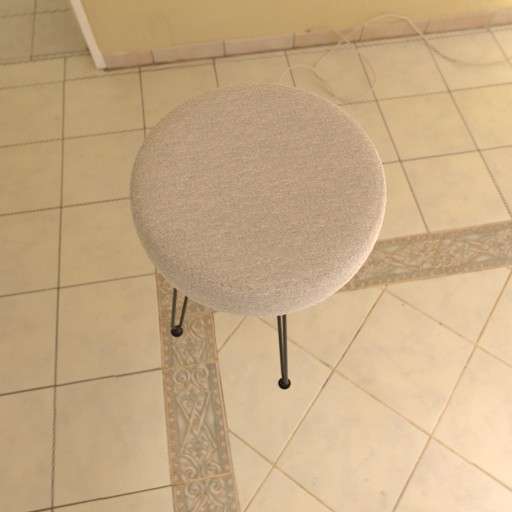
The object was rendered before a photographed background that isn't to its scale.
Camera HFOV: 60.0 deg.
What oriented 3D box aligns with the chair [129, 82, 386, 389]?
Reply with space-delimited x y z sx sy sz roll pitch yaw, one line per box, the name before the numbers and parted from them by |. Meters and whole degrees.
chair | 0.000 0.000 0.689 0.350 0.440 0.350 -18 65 -8
